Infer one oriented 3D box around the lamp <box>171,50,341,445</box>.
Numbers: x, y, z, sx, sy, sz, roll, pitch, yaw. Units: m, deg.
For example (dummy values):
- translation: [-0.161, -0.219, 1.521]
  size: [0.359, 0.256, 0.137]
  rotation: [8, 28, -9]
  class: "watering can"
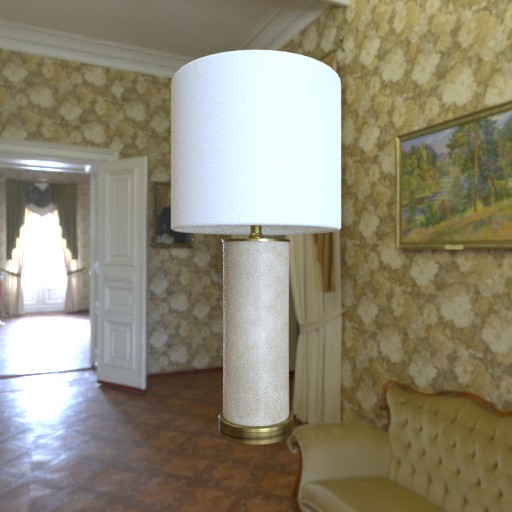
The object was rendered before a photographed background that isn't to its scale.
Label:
- translation: [0.000, 0.000, 0.810]
  size: [0.305, 0.634, 0.305]
  rotation: [0, 0, 18]
  class: "lamp"
